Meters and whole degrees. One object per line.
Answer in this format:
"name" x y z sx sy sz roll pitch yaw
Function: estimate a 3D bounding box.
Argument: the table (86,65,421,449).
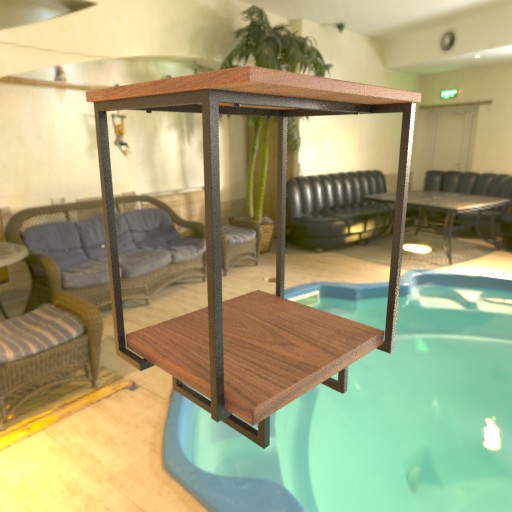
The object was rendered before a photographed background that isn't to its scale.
"table" 0.000 0.000 0.813 0.384 0.567 0.411 14 20 43
